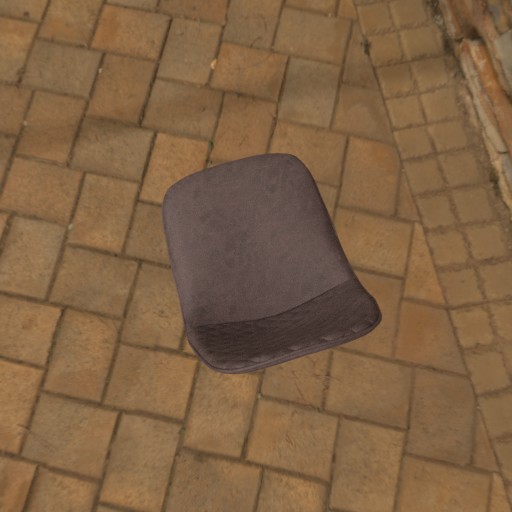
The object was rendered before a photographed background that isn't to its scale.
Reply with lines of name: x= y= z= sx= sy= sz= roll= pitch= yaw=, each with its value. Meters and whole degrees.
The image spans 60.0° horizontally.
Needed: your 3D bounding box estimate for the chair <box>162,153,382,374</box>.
chair: x=0.000 y=0.000 z=1.199 sx=0.472 sy=0.889 sz=0.561 roll=-16 pitch=77 yaw=-4
